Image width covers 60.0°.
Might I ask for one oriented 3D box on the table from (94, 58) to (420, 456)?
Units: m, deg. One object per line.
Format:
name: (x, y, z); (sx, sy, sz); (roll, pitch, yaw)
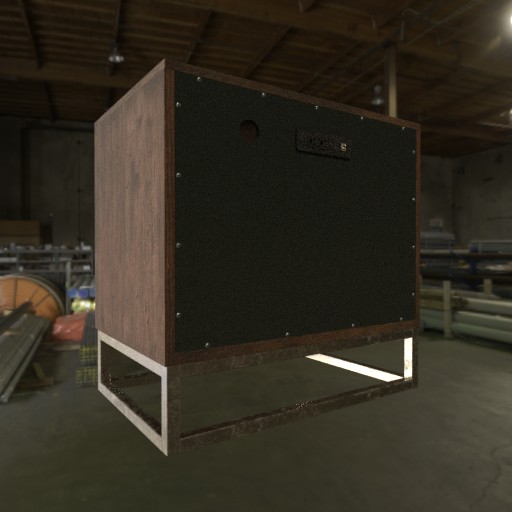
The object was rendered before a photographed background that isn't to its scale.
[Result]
table: (0.000, 0.000, 1.258); (0.767, 0.746, 0.542); (0, 1, -34)
